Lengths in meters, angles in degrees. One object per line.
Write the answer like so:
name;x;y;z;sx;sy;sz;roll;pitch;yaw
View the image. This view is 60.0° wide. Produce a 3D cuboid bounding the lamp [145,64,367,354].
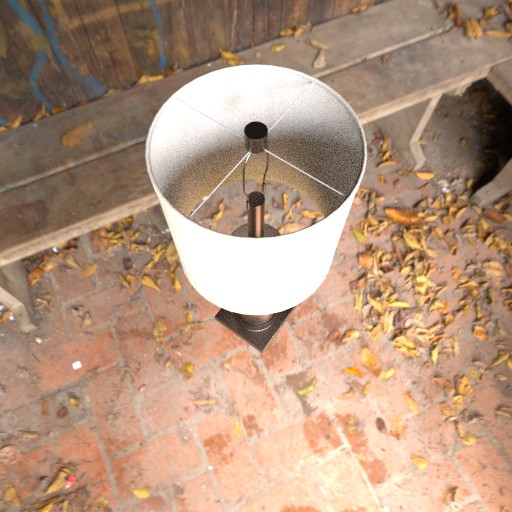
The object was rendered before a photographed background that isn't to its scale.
lamp;0.000;0.000;0.620;0.202;0.509;0.202;33;69;15
